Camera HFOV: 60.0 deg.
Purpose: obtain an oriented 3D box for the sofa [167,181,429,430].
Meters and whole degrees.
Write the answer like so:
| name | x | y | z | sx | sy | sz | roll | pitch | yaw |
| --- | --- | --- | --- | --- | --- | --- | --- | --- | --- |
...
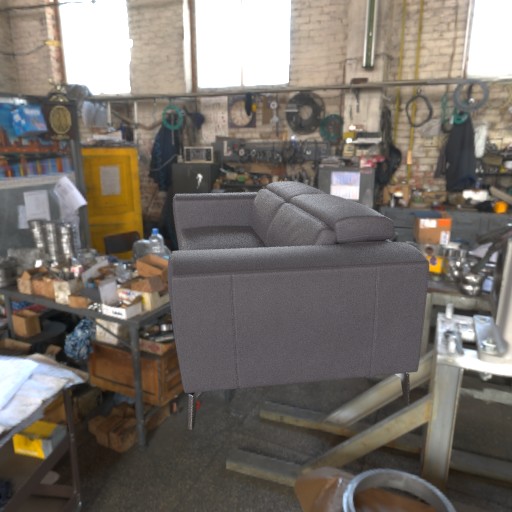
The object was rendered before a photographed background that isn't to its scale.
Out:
| name | x | y | z | sx | sy | sz | roll | pitch | yaw |
| --- | --- | --- | --- | --- | --- | --- | --- | --- | --- |
| sofa | 0.000 | 0.000 | 2.836 | 1.048 | 0.814 | 2.330 | -3 | 15 | -9 |
